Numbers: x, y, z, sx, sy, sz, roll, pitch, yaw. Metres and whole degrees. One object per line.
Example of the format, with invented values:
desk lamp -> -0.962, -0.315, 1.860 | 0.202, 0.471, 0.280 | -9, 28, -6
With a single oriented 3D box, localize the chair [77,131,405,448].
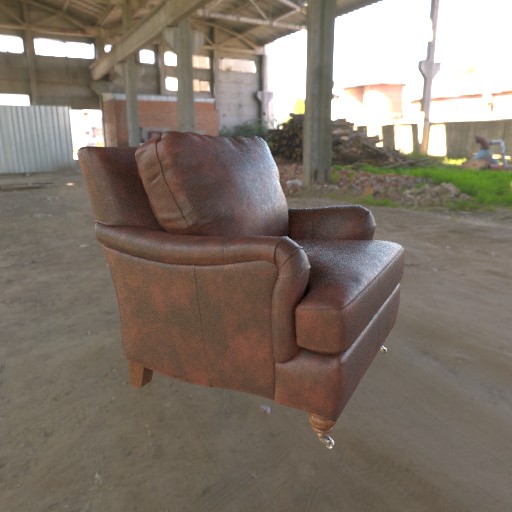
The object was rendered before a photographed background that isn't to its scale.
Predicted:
chair -> 0.000, 0.000, 1.961 | 1.156, 1.051, 0.987 | 8, 16, 27
